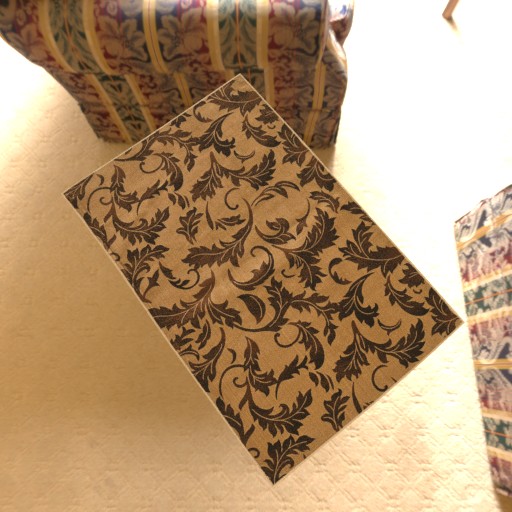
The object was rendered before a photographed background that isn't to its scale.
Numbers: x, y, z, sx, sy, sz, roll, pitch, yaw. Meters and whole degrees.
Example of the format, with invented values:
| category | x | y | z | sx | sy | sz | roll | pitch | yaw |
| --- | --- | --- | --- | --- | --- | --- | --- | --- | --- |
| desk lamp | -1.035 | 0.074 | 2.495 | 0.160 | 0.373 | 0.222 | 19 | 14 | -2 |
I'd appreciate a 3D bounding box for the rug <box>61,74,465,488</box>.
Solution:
| category | x | y | z | sx | sy | sz | roll | pitch | yaw |
| --- | --- | --- | --- | --- | --- | --- | --- | --- | --- |
| rug | 0.000 | 0.000 | 2.846 | 1.522 | 0.008 | 2.284 | -37 | 78 | -9 |
